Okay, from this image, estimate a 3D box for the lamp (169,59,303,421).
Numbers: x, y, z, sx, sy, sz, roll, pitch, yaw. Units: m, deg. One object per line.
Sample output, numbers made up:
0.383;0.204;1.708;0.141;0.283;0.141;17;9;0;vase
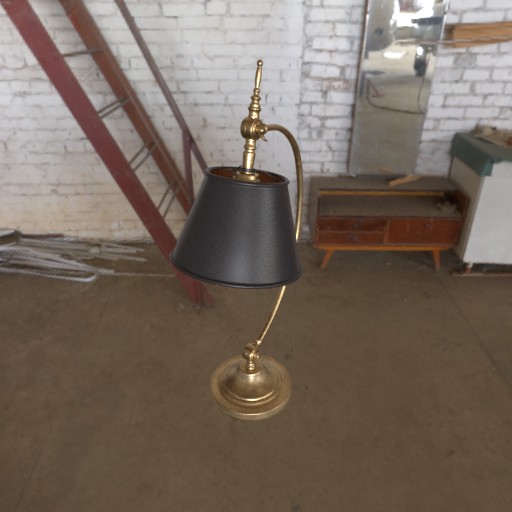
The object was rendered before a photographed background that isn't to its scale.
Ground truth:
0.000;0.000;0.832;0.235;0.675;0.344;19;35;30;lamp
